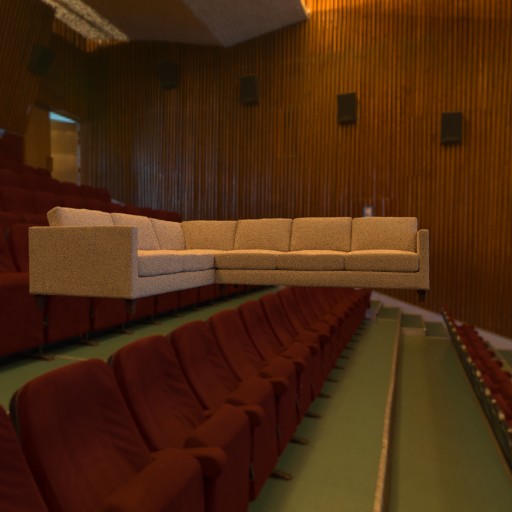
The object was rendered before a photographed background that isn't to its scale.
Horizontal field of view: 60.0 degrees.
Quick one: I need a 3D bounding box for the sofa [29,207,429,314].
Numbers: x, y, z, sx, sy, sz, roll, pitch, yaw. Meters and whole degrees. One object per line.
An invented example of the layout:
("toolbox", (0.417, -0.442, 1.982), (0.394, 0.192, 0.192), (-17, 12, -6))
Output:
("sofa", (0.000, 0.000, 4.311), (3.182, 0.863, 2.432), (0, 1, 18))
